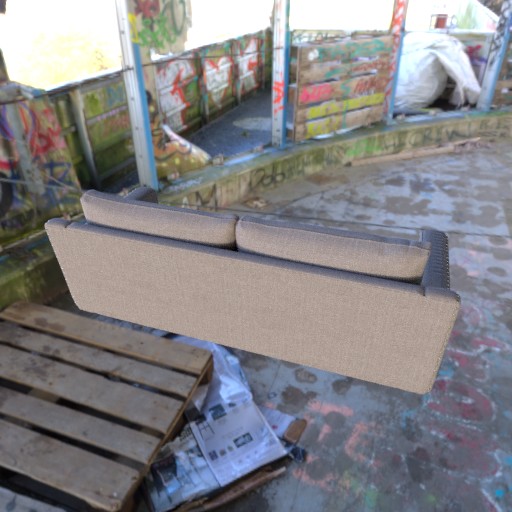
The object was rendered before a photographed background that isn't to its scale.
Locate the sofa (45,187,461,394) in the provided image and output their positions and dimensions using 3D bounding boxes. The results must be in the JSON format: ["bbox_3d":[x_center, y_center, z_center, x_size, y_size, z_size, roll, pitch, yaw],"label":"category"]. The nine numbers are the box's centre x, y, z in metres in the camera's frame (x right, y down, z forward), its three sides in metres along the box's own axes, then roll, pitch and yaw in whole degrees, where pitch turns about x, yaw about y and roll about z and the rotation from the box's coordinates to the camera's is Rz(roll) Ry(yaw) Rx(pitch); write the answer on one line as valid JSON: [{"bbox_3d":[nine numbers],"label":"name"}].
[{"bbox_3d":[0.000,0.000,2.745,2.208,0.857,1.000,10,34,16],"label":"sofa"}]
